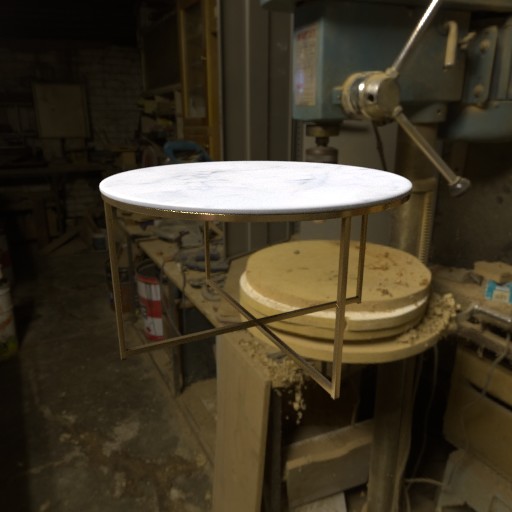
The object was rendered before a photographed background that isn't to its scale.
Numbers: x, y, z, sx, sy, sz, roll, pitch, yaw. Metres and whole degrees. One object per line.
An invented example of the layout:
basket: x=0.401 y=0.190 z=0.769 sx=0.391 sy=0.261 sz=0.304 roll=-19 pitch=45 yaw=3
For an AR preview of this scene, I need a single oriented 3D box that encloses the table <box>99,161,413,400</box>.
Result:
table: x=0.000 y=0.000 z=1.262 sx=0.800 sy=0.450 sz=0.800 roll=0 pitch=18 yaw=0
